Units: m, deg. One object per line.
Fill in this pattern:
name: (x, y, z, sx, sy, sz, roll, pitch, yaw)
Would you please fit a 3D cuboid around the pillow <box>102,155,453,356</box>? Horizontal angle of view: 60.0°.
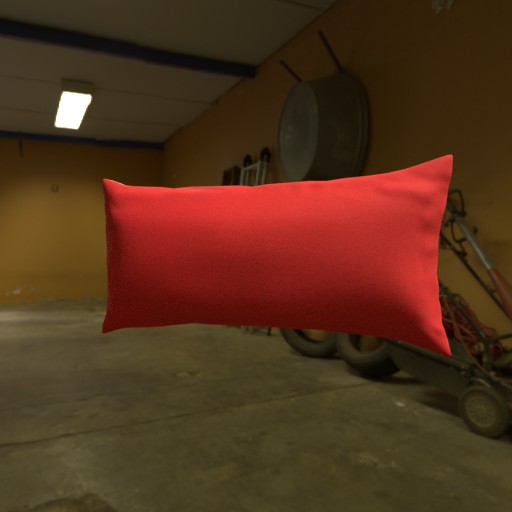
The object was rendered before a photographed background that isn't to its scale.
pillow: (0.000, 0.000, 0.746, 0.608, 0.297, 0.151, 0, 0, 18)
